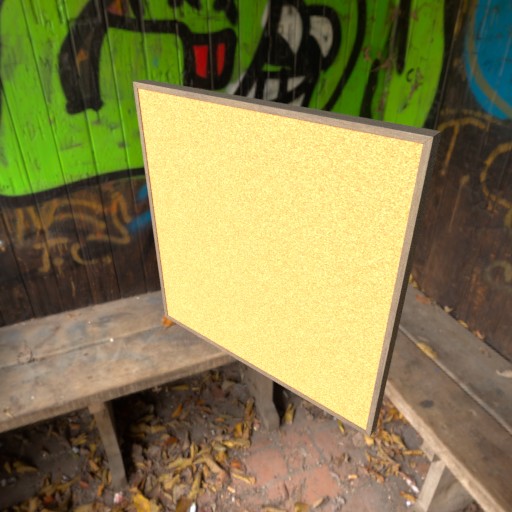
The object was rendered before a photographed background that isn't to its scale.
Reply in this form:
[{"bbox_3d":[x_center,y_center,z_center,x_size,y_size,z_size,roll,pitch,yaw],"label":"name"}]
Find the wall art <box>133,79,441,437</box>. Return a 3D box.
[{"bbox_3d":[0.000,0.000,1.124,0.758,0.758,0.039,23,38,32],"label":"wall art"}]
